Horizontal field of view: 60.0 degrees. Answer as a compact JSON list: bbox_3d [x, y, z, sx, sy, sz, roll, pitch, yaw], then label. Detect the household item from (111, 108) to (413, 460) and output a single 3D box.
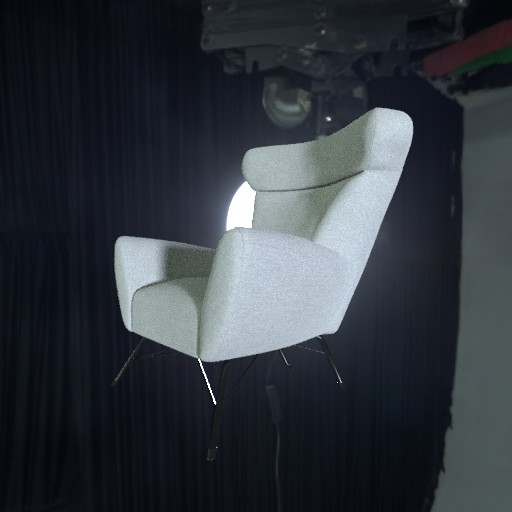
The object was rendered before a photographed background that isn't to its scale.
[{"bbox_3d":[0.000,0.000,1.742,0.900,1.050,0.980,0,1,-36],"label":"household item"}]
